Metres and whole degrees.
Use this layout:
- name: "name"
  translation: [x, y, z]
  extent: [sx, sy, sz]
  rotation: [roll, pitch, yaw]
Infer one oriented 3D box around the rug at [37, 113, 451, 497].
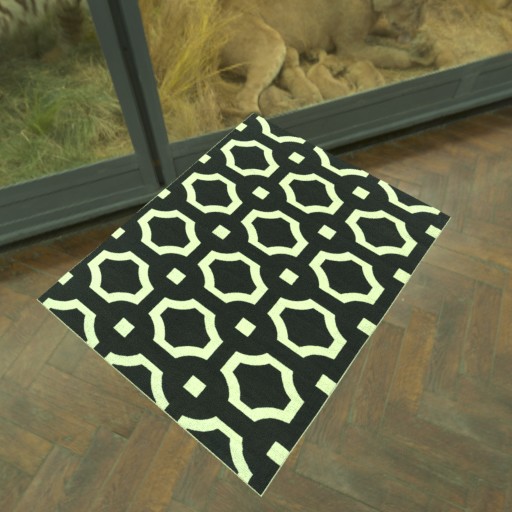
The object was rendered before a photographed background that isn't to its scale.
- name: "rug"
  translation: [0.000, 0.000, 4.088]
  extent: [2.466, 0.021, 3.049]
  rotation: [33, 64, 19]
